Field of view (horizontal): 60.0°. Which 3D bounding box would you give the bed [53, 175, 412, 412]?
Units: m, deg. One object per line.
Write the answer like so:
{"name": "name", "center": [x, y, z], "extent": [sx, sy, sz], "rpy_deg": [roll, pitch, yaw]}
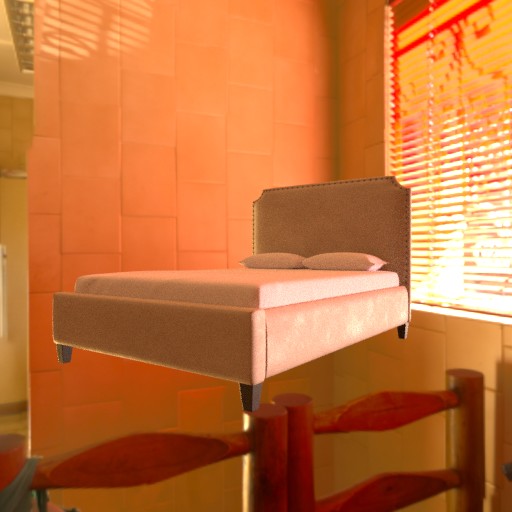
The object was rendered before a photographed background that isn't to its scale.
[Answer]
{"name": "bed", "center": [0.000, 0.000, 3.450], "extent": [1.712, 1.443, 2.372], "rpy_deg": [0, 0, 36]}
